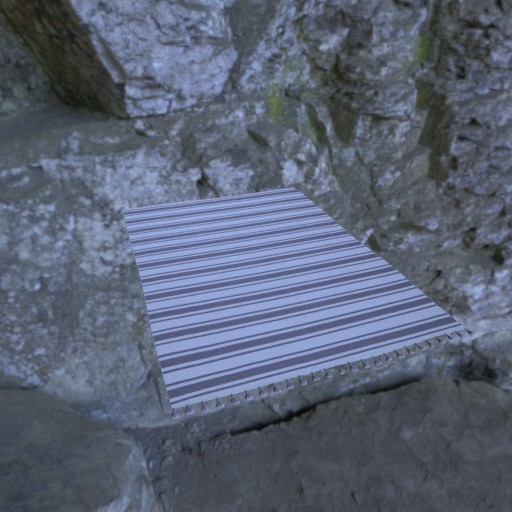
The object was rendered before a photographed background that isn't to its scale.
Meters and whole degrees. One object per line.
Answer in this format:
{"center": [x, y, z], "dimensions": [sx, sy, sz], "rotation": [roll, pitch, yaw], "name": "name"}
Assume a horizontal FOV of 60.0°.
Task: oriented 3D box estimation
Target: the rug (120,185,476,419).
{"center": [0.000, 0.000, 3.858], "dimensions": [2.030, 0.017, 3.040], "rotation": [-10, 31, -17], "name": "rug"}
